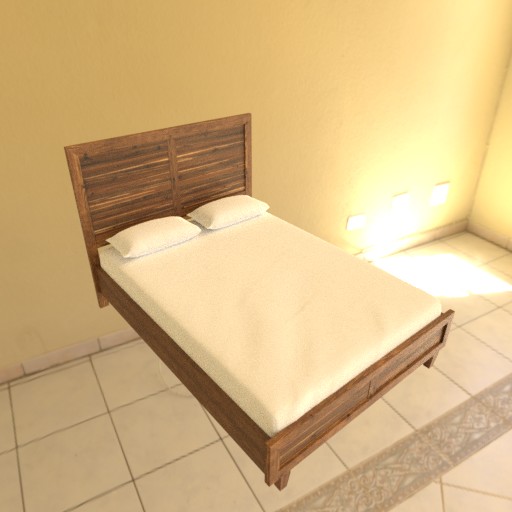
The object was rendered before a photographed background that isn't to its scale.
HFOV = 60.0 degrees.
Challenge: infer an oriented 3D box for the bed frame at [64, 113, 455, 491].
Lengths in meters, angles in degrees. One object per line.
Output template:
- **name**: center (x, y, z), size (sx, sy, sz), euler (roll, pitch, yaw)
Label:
- **bed frame**: center (0.000, 0.000, 3.235), size (1.696, 1.417, 2.276), euler (-23, 37, -33)
